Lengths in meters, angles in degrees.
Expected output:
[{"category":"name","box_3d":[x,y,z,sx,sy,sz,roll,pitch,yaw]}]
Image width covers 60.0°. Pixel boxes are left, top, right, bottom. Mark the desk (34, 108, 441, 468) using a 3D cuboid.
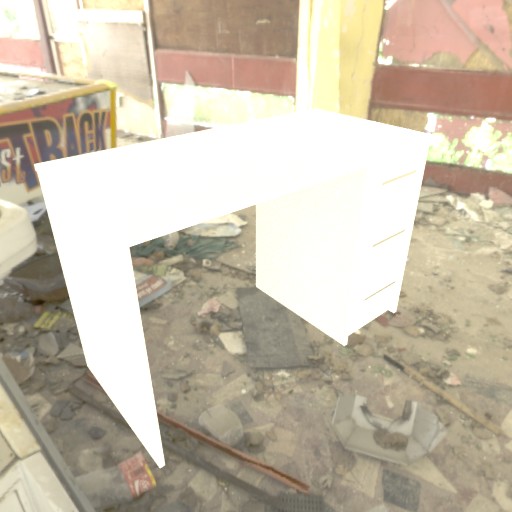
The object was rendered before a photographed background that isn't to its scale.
[{"category":"desk","box_3d":[0.000,0.000,1.502,1.097,0.735,0.560,-23,37,-34]}]
